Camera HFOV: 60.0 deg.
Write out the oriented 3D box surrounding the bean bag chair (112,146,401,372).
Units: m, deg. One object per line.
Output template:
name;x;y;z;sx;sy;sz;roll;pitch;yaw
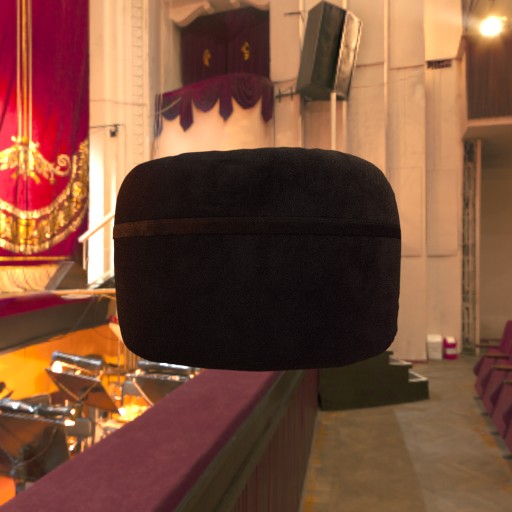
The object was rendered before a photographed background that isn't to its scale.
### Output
bean bag chair;0.000;0.000;1.946;1.219;0.762;1.219;0;0;0
